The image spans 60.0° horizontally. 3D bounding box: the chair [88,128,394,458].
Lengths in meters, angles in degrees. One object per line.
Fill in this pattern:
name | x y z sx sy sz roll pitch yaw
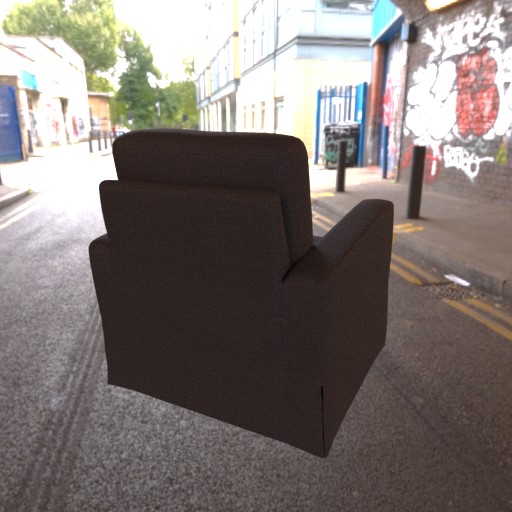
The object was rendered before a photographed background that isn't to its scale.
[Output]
chair | 0.000 0.000 1.543 0.798 0.855 0.863 8 18 27
